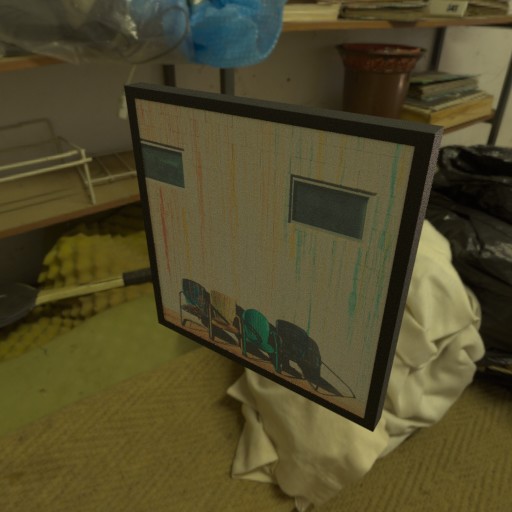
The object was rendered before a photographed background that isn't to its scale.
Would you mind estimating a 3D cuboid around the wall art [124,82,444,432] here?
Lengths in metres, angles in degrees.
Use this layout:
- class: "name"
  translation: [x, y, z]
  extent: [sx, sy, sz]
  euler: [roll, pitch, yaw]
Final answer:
- class: "wall art"
  translation: [0.000, 0.000, 0.755]
  extent: [0.506, 0.506, 0.037]
  euler: [19, 36, 29]
